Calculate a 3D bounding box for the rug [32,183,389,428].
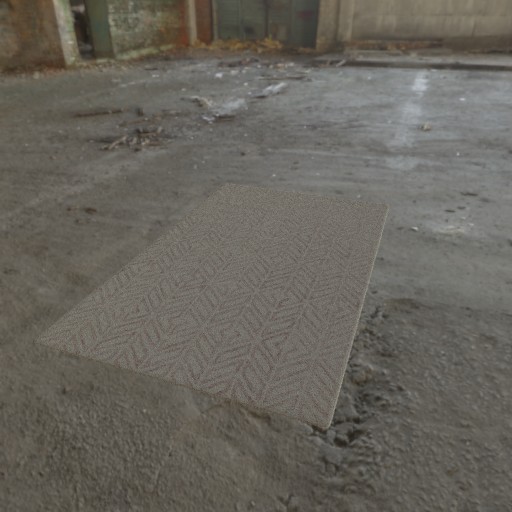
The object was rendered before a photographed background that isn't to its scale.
[{"bbox_3d":[0.000,0.000,2.998,1.523,0.008,2.438,10,31,17],"label":"rug"}]
